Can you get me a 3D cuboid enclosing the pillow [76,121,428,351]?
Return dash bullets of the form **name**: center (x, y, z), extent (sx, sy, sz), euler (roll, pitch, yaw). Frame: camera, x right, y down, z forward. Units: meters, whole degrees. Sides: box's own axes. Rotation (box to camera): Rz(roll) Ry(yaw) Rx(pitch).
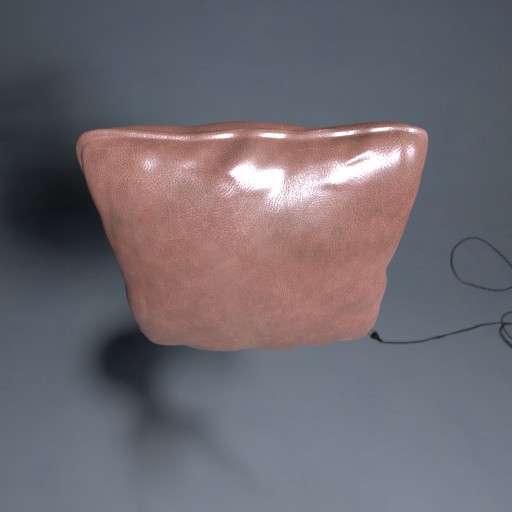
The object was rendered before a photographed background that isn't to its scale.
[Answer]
- **pillow**: center (0.000, 0.000, 0.819), extent (0.532, 0.523, 0.236), euler (-1, 46, -1)
